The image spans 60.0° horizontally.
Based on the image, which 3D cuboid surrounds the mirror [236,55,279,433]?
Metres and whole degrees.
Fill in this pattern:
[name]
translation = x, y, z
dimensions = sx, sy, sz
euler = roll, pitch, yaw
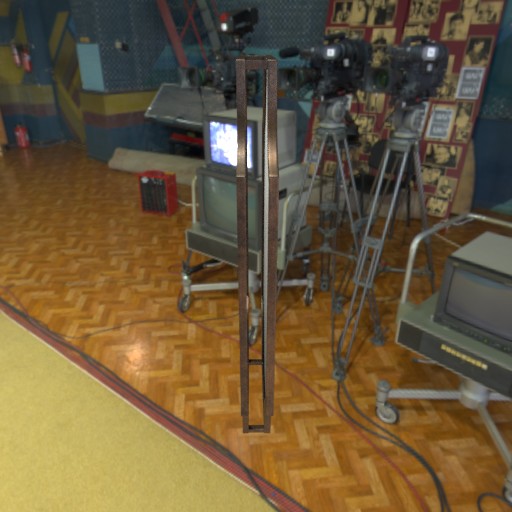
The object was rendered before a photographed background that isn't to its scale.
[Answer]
[mirror]
translation = 0.000, 0.000, 0.989
dimensions = 0.066, 0.811, 0.462
euler = 0, 26, -1
